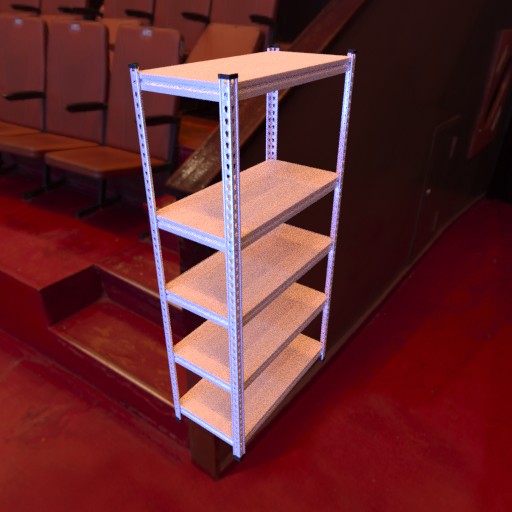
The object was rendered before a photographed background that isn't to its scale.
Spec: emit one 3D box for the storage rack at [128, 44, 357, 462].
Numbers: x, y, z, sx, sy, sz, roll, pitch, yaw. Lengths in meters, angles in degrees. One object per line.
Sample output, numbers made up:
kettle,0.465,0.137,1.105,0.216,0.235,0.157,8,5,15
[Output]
storage rack,0.000,0.000,2.212,0.457,1.829,0.914,20,36,30
